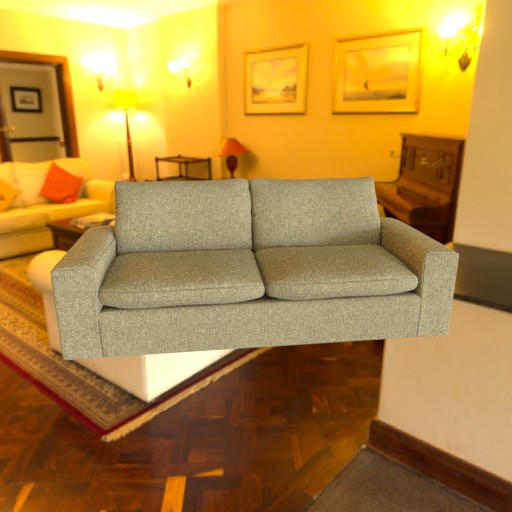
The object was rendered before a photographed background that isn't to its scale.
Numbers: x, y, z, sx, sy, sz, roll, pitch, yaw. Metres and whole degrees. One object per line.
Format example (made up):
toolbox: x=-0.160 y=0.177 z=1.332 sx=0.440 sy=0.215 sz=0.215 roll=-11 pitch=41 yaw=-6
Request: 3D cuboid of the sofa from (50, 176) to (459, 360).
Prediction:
sofa: x=0.000 y=0.000 z=2.916 sx=2.299 sy=0.922 sz=1.040 roll=-2 pitch=17 yaw=-7
